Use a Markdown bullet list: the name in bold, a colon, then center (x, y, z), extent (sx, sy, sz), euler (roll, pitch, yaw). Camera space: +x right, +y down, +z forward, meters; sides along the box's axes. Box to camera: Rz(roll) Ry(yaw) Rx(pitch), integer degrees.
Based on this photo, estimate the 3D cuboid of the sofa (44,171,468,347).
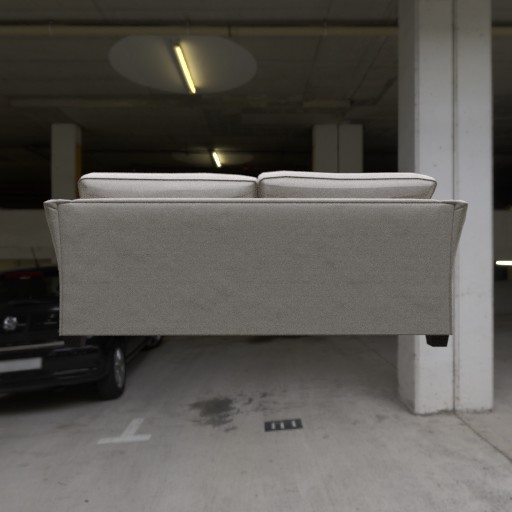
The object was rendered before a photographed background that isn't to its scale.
- **sofa**: center (0.000, 0.000, 2.798), extent (2.270, 0.965, 0.980), euler (0, 0, 0)
